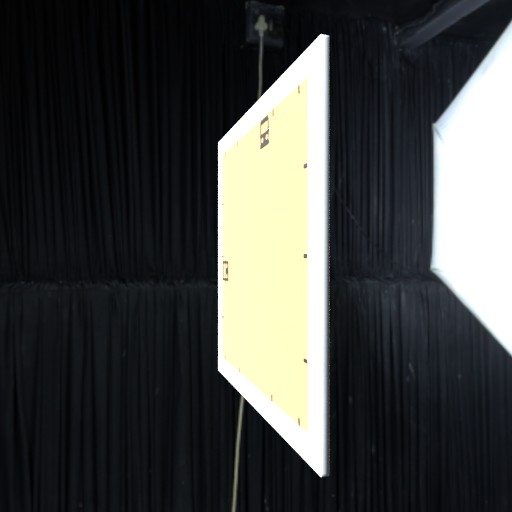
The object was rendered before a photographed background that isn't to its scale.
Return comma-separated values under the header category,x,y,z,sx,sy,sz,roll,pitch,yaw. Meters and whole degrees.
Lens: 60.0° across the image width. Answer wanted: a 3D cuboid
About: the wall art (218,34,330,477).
category,x,y,z,sx,sy,sz,roll,pitch,yaw
wall art,0.000,0.000,0.862,0.013,0.584,0.584,0,0,-18
